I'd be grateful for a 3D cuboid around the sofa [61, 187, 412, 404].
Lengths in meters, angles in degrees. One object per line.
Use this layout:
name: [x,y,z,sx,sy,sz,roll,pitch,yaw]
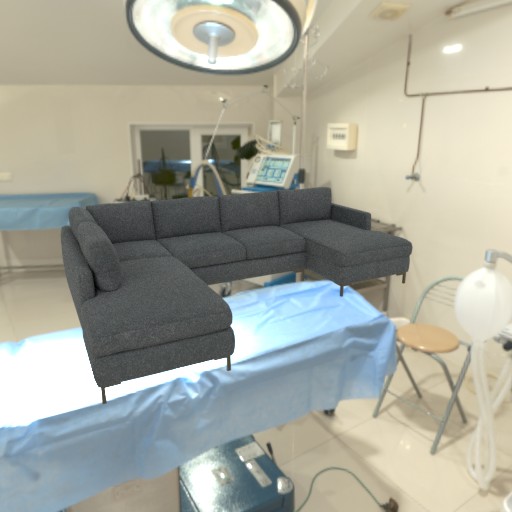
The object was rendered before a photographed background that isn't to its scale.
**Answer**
sofa: [0.000,0.000,3.786,2.956,0.813,2.007,-8,19,-26]
